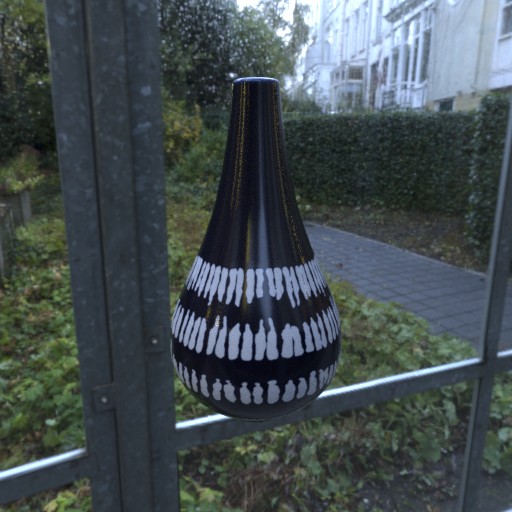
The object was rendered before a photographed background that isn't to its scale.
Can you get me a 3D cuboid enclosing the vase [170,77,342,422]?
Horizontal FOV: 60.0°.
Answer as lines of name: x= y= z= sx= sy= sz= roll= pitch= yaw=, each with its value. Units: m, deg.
vase: x=0.000 y=0.000 z=0.397 sx=0.159 sy=0.295 sz=0.159 roll=0 pitch=14 yaw=0
